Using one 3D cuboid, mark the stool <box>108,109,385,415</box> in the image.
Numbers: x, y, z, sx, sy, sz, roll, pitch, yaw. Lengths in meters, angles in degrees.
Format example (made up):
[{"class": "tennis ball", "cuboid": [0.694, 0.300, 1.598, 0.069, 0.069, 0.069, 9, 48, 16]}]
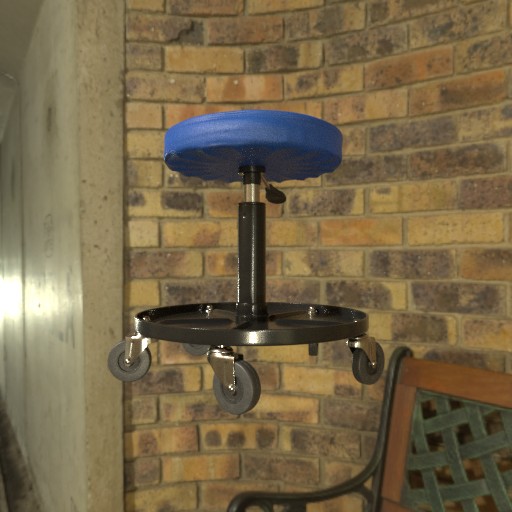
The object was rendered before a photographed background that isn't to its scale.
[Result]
[{"class": "stool", "cuboid": [0.000, 0.000, 0.687, 0.381, 0.365, 0.382, 0, -1, 19]}]
